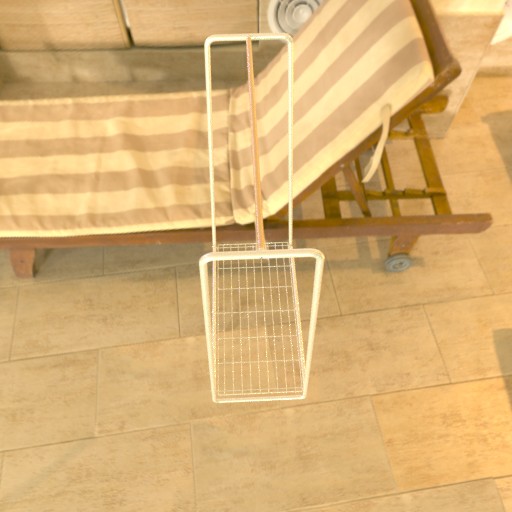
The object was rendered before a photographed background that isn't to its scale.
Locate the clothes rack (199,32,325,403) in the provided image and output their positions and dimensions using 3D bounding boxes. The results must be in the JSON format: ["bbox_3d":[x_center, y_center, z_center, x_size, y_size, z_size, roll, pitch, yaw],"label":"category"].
[{"bbox_3d":[0.000,0.000,1.940,0.495,1.500,0.900,-2,59,-1],"label":"clothes rack"}]
